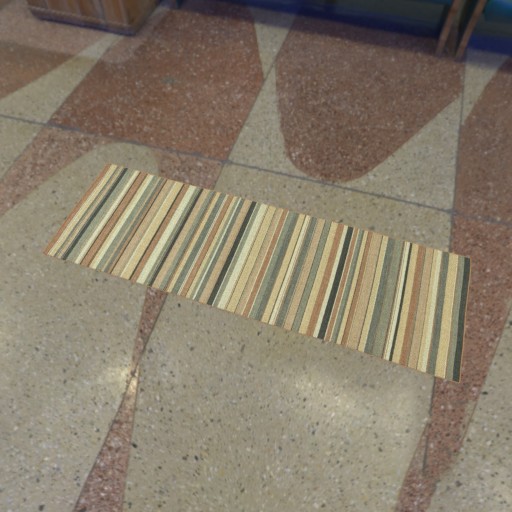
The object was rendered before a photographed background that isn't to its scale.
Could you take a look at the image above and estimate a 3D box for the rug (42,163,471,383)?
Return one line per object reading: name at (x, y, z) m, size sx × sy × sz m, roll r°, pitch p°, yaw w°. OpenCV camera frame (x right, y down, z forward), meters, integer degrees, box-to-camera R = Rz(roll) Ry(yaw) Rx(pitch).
rug at (0.000, 0.000, 2.647) m, size 2.444 × 0.010 × 0.799 m, roll 16°, pitch 58°, yaw 10°
